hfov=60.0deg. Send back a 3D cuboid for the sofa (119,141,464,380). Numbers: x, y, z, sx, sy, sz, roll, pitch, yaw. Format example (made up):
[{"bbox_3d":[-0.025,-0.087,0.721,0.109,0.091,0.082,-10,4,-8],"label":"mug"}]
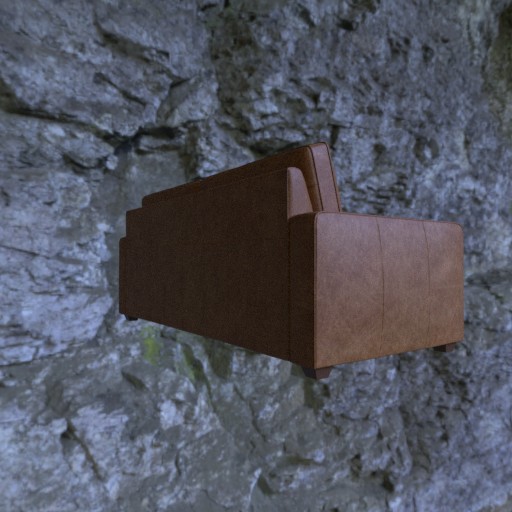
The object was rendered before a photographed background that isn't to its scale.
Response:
[{"bbox_3d":[0.000,0.000,2.696,0.991,0.928,2.156,1,-1,-36],"label":"sofa"}]
